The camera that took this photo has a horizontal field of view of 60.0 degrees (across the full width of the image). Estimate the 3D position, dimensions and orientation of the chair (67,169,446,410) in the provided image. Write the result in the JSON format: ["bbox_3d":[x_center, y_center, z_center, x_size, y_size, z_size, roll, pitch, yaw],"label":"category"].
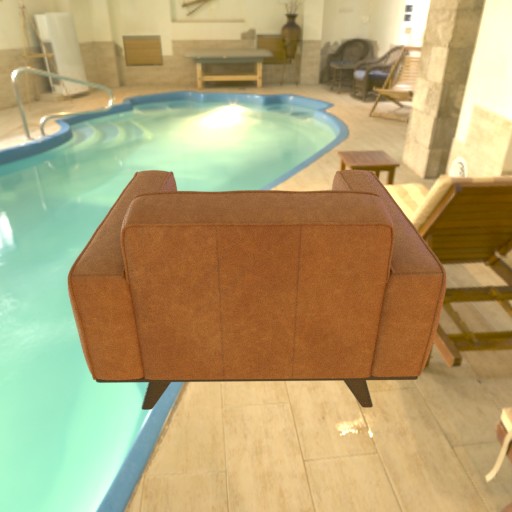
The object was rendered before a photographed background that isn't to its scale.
[{"bbox_3d":[0.000,0.000,1.727,1.118,0.782,0.952,0,29,-1],"label":"chair"}]
